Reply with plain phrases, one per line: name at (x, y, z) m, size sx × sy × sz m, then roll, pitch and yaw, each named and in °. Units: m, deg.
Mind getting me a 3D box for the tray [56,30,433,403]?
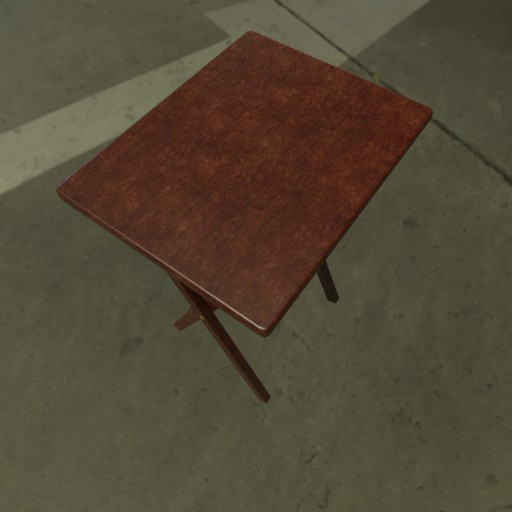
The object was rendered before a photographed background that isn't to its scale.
tray at (0.000, 0.000, 0.968) m, size 0.381 × 0.660 × 0.483 m, roll 32°, pitch 64°, yaw 18°
